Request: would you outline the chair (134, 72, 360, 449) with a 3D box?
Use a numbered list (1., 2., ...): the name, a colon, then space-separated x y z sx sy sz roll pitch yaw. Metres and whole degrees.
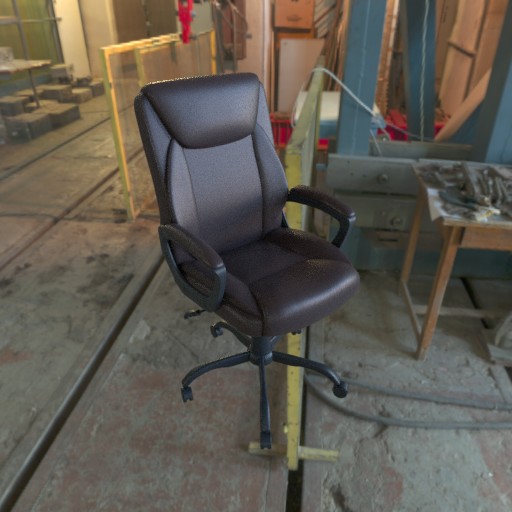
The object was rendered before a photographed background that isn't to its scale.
1. chair: 0.000 0.000 1.488 0.615 1.072 0.655 -21 37 -32
